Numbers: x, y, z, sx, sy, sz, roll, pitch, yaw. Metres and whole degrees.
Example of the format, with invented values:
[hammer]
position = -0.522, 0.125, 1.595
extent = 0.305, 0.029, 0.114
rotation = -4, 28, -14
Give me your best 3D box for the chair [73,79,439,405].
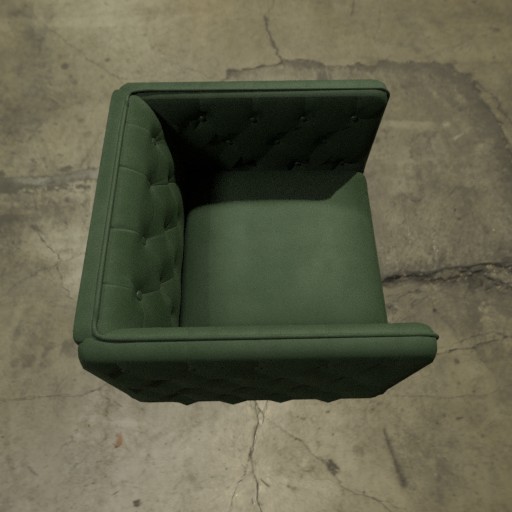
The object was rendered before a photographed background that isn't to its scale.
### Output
[chair]
position = 0.000, 0.000, 1.508
extent = 0.855, 0.768, 0.917
rotation = -1, 64, 0
